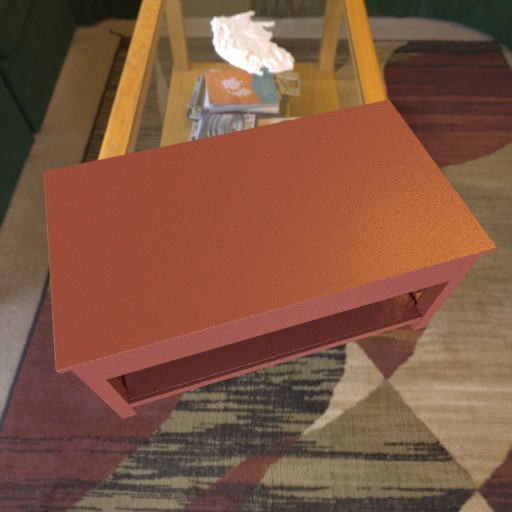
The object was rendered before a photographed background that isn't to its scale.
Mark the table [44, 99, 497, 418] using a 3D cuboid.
[{"bbox_3d":[0.000,0.000,1.383,1.068,0.493,0.612,-14,58,-9],"label":"table"}]
